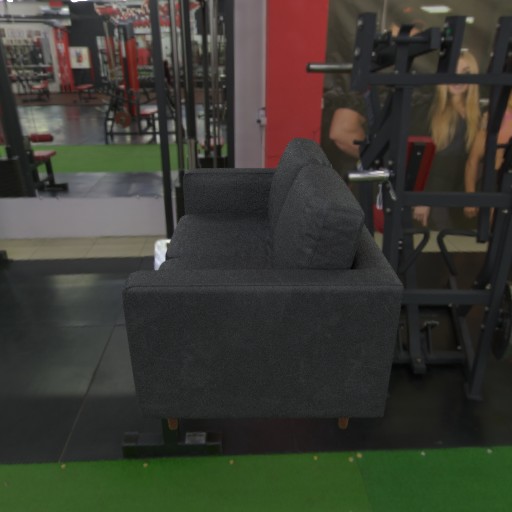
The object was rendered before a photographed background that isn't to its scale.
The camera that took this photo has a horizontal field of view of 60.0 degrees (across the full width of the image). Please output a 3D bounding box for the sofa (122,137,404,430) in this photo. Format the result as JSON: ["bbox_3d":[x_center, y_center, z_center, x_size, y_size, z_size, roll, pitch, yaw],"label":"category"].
[{"bbox_3d":[0.000,0.000,2.061,0.879,0.899,1.430,0,25,0],"label":"sofa"}]
